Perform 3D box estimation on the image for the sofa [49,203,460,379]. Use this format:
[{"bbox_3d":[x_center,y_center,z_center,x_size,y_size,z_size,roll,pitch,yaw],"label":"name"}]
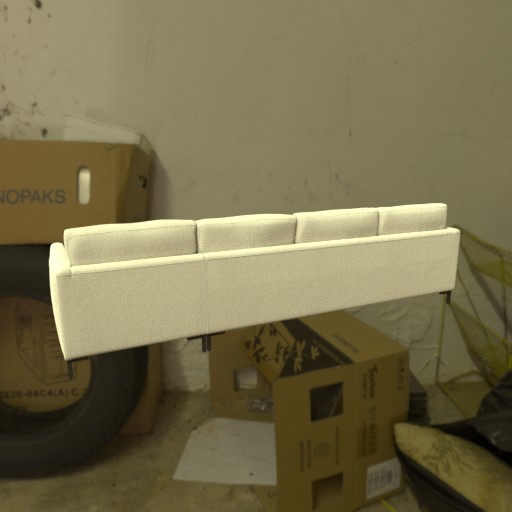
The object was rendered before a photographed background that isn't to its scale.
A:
[{"bbox_3d":[0.000,0.000,2.882,2.445,0.677,1.126,-6,14,-25],"label":"sofa"}]
